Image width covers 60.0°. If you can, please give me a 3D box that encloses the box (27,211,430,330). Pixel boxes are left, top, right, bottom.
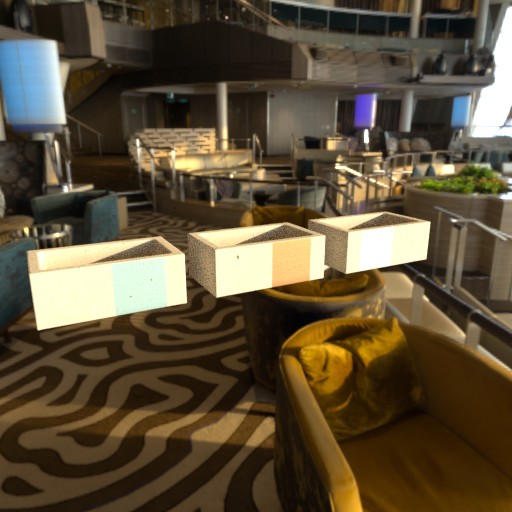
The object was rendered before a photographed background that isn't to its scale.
[{"bbox_3d":[0.000,0.000,0.506,0.461,0.051,0.082,-8,18,-26],"label":"box"}]
